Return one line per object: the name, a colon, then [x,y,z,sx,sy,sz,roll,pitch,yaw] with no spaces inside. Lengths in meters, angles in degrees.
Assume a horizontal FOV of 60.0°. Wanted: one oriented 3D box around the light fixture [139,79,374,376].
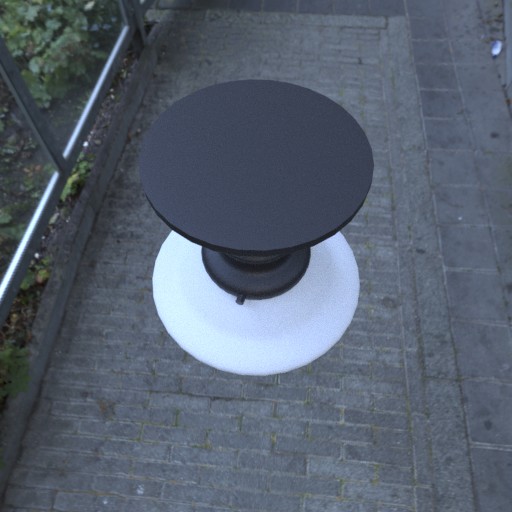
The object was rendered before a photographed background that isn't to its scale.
light fixture: [0.000,0.000,0.396,0.197,0.254,0.197,0,58,0]
